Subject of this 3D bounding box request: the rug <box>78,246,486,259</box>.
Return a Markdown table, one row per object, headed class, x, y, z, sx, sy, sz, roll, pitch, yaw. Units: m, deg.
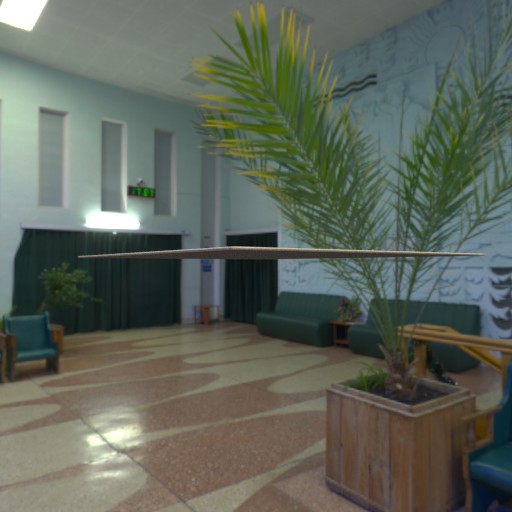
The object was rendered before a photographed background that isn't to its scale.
| class | x | y | z | sx | sy | sz | roll | pitch | yaw |
| --- | --- | --- | --- | --- | --- | --- | --- | --- | --- |
| rug | 0.000 | 0.000 | 4.139 | 2.462 | 0.018 | 3.039 | 1 | -1 | -36 |
